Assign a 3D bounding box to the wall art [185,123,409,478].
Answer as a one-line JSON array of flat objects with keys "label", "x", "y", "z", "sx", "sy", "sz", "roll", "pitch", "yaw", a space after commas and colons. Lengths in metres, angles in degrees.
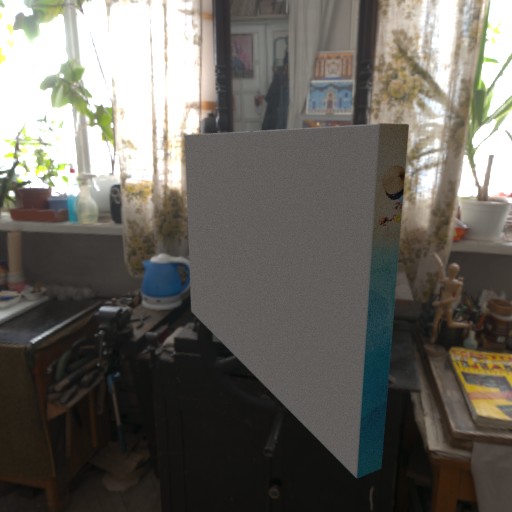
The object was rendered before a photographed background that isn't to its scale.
[{"label": "wall art", "x": 0.000, "y": 0.000, "z": 0.749, "sx": 0.039, "sy": 0.406, "sz": 0.609, "roll": -7, "pitch": 16, "yaw": -26}]
